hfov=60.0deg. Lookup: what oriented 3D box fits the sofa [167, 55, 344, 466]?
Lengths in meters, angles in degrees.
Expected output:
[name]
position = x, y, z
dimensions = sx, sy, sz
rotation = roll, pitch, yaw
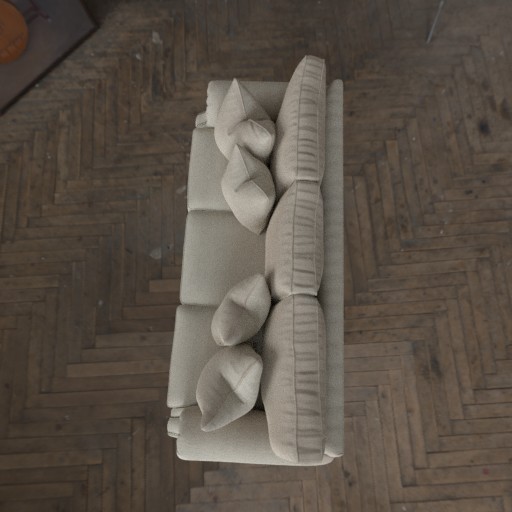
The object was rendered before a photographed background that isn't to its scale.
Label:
[sofa]
position = 0.000, 0.000, 2.715
dimensions = 0.965, 0.975, 2.312
rotation = 3, 75, 1
